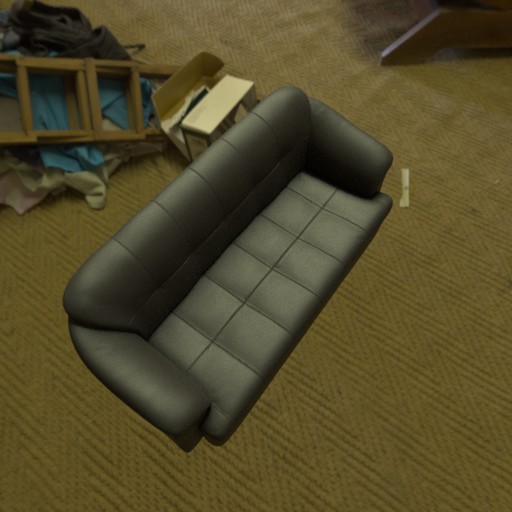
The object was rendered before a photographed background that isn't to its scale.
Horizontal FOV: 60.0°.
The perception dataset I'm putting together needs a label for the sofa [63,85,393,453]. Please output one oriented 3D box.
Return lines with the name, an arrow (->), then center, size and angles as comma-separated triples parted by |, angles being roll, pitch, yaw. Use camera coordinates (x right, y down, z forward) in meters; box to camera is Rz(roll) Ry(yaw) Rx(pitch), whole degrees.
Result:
sofa -> 0.000, 0.000, 2.236 | 0.800, 0.811, 1.829 | 32, 63, 18
